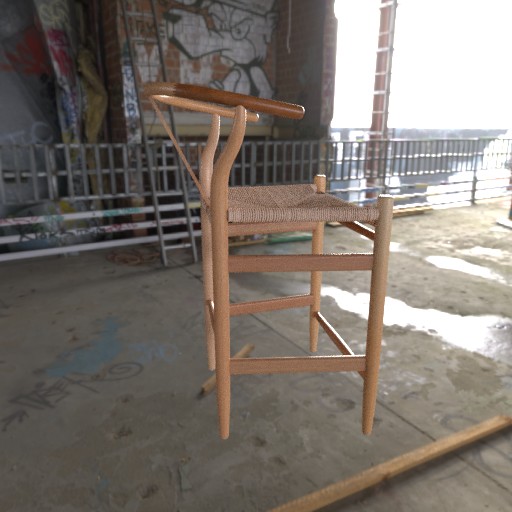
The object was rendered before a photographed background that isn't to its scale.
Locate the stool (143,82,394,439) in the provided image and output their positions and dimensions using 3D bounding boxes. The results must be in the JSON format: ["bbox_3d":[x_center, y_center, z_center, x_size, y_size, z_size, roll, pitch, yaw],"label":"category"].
[{"bbox_3d":[0.000,0.000,1.289,0.575,0.923,0.536,-3,16,-10],"label":"stool"}]
